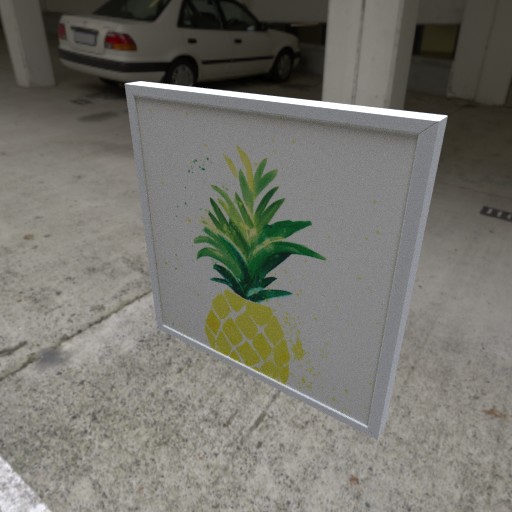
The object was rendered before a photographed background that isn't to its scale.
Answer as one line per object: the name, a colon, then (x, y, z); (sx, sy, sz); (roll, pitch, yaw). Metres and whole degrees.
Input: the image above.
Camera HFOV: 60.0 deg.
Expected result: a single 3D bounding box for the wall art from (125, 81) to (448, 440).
wall art: (0.000, 0.000, 0.741); (0.508, 0.507, 0.035); (19, 34, 30)
